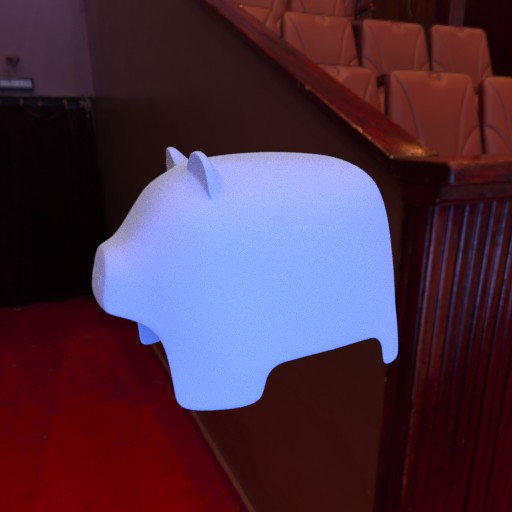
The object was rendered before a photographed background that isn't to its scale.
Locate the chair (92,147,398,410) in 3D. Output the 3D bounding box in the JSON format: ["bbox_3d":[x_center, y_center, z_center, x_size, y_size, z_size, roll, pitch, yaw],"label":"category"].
[{"bbox_3d":[0.000,0.000,0.884,0.619,0.423,0.364,-9,19,-27],"label":"chair"}]
